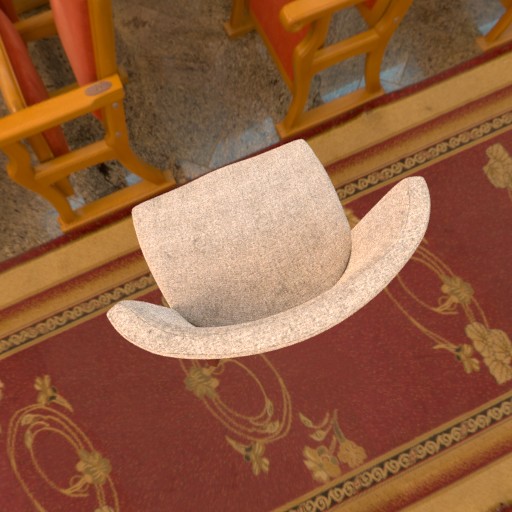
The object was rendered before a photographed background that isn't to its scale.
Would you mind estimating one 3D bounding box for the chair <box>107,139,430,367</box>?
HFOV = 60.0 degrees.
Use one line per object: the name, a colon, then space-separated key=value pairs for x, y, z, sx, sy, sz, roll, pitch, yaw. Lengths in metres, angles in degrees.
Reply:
chair: x=0.000 y=0.000 z=1.301 sx=0.728 sy=0.827 sz=0.575 roll=-24 pitch=76 yaw=-6
